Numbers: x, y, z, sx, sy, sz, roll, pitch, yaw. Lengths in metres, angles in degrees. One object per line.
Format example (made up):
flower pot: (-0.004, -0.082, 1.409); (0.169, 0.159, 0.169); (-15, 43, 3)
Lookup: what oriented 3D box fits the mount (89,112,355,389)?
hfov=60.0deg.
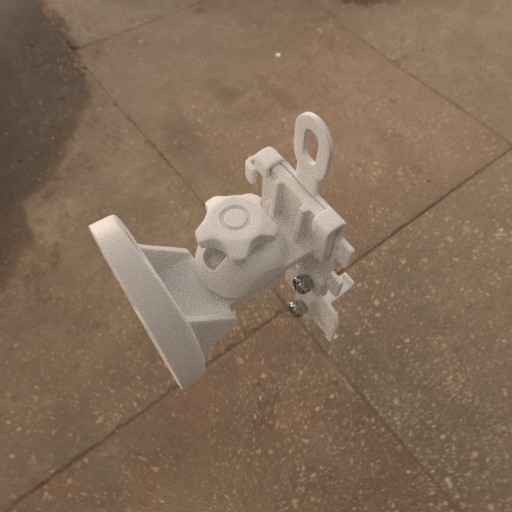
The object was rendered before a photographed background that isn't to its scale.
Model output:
mount: (0.000, 0.000, 0.176); (0.100, 0.118, 0.066); (-30, 63, -17)
